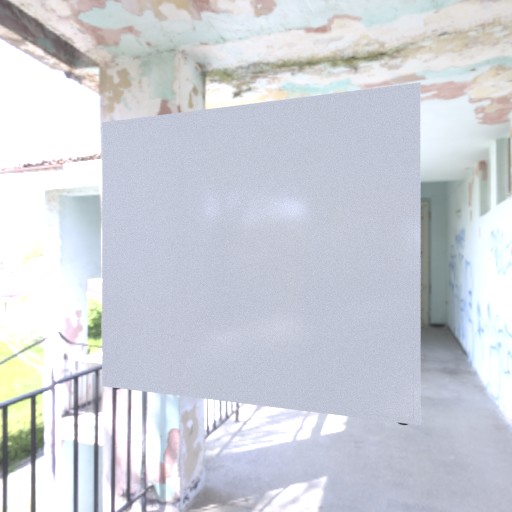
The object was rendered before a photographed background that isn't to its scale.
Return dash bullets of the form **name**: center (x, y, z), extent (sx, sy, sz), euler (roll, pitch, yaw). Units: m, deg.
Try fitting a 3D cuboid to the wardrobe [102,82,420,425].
- **wardrobe**: center (0.000, 0.000, 1.930), extent (1.340, 1.200, 0.360), euler (0, 0, 20)
